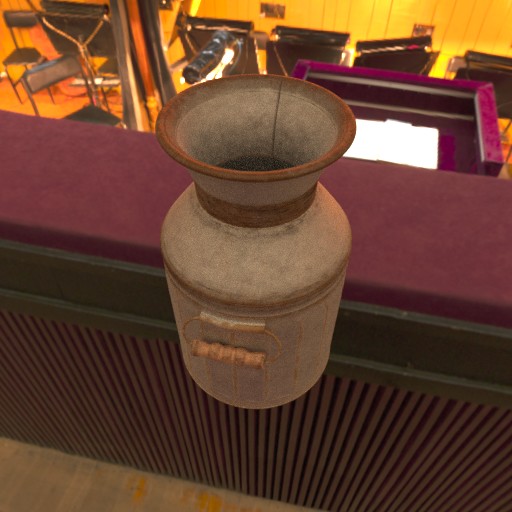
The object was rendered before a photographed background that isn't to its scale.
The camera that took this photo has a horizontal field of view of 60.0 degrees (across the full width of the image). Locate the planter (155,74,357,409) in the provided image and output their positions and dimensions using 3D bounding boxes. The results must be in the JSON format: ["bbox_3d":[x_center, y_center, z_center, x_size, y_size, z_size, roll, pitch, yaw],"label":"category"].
[{"bbox_3d":[0.000,0.000,0.521,0.215,0.358,0.248,10,47,9],"label":"planter"}]
